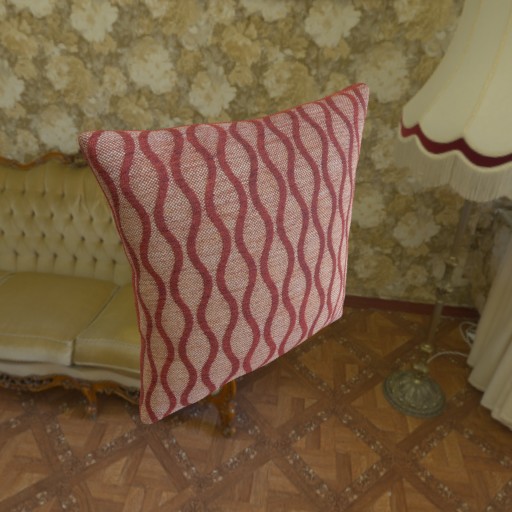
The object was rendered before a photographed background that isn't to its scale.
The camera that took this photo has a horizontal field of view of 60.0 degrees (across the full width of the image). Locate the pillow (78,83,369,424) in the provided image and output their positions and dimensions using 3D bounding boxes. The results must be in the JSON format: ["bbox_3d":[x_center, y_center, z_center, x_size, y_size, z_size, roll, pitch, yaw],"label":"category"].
[{"bbox_3d":[0.000,0.000,0.647,0.429,0.434,0.159,-22,37,-33],"label":"pillow"}]
